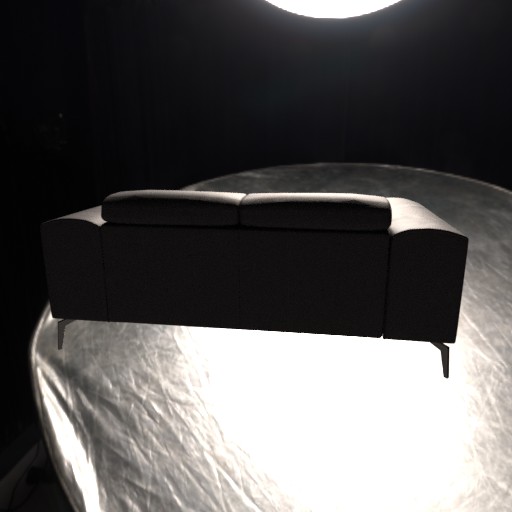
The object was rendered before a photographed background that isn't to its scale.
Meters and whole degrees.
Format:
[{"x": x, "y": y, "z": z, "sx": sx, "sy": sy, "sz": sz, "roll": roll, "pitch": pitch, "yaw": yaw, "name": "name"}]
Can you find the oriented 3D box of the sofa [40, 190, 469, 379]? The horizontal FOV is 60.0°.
[{"x": 0.000, "y": 0.000, "z": 2.421, "sx": 1.895, "sy": 0.779, "sz": 1.003, "roll": 2, "pitch": 15, "yaw": 8, "name": "sofa"}]
